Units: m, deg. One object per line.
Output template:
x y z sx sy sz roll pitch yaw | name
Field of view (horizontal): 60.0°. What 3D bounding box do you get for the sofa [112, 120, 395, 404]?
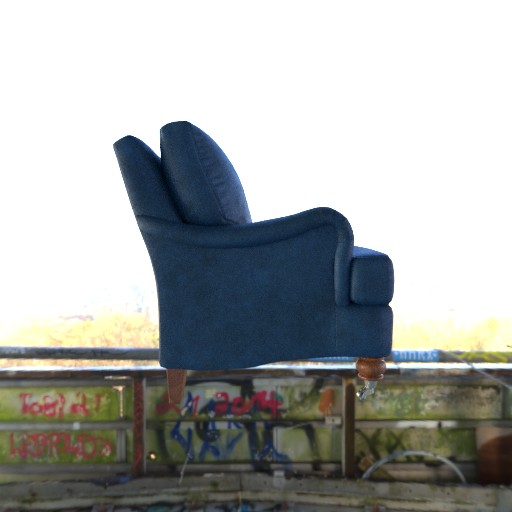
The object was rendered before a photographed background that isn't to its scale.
0.000 0.000 2.546 1.084 1.101 1.853 0 1 0 | sofa
